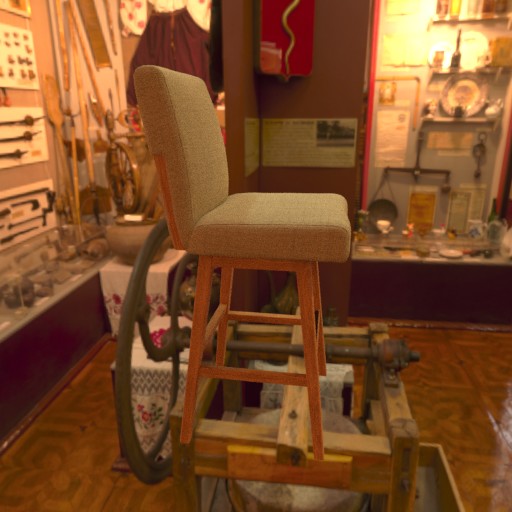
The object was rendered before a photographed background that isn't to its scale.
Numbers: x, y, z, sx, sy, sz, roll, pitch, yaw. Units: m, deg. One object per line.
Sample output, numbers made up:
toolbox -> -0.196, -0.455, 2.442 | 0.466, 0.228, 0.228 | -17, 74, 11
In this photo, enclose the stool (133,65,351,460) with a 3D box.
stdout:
stool -> 0.000, 0.000, 1.420 | 0.569, 1.106, 0.483 | 3, 18, 9
